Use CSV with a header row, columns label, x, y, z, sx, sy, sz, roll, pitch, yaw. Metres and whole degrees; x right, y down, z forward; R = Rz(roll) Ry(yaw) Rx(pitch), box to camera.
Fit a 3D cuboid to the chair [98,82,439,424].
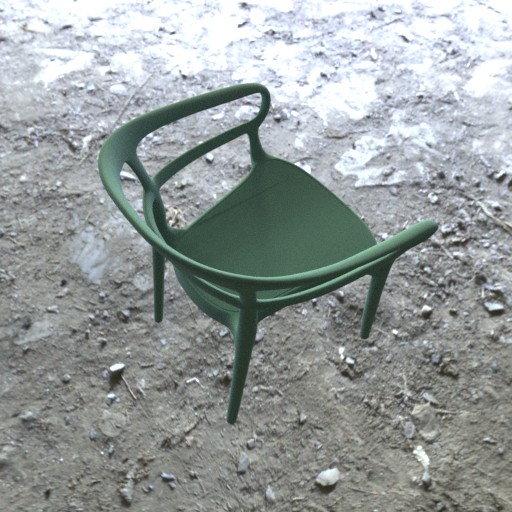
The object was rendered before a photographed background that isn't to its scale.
label,x,y,z,sx,sy,sz,roll,pitch,yaw
chair,0.000,0.000,1.087,0.527,0.761,0.559,-33,63,-20
